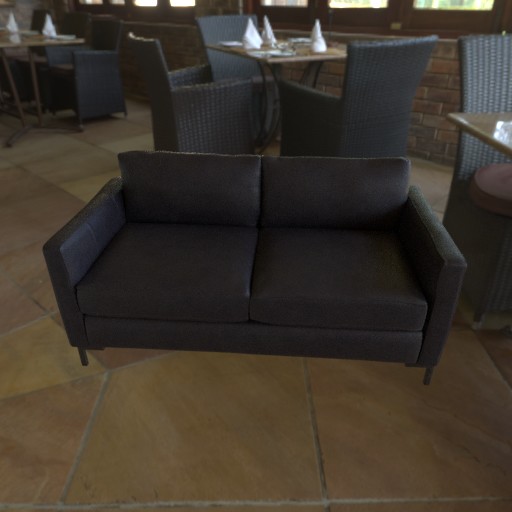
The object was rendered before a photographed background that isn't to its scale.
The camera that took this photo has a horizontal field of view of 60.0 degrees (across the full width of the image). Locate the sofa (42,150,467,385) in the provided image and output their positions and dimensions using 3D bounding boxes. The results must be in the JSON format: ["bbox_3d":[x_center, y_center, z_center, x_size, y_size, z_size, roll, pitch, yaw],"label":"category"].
[{"bbox_3d":[0.000,0.000,2.281,1.805,0.883,0.947,1,30,2],"label":"sofa"}]
